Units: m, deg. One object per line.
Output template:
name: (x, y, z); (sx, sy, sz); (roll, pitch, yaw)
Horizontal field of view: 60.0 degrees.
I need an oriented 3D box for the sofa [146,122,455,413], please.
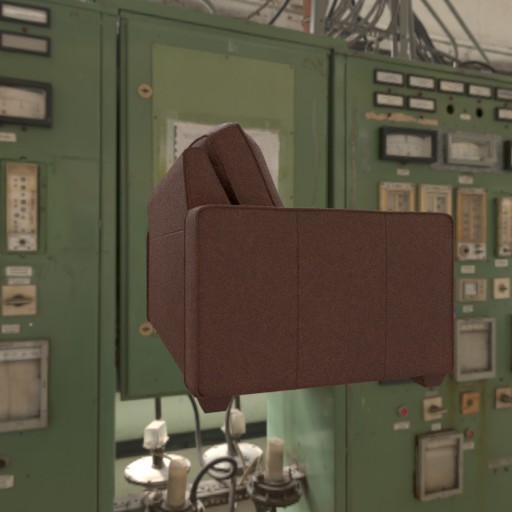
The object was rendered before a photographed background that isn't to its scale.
sofa: (0.000, 0.000, 2.199); (0.947, 0.918, 1.709); (0, 1, -18)
